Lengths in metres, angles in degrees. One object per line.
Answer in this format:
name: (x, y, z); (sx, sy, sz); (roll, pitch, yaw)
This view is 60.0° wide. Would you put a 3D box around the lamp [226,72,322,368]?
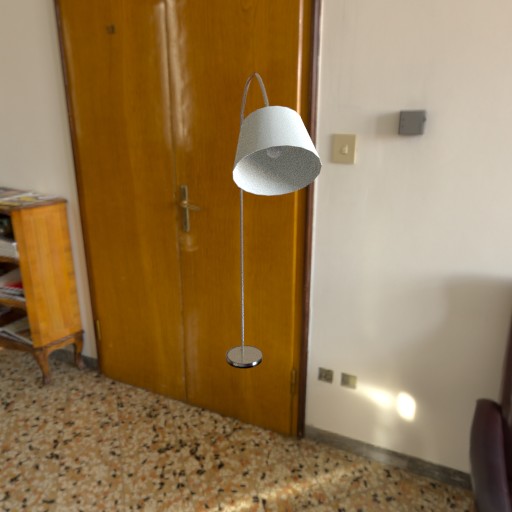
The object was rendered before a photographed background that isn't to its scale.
lamp: (0.000, 0.000, 2.718); (0.406, 2.098, 1.445); (-3, 18, -9)
